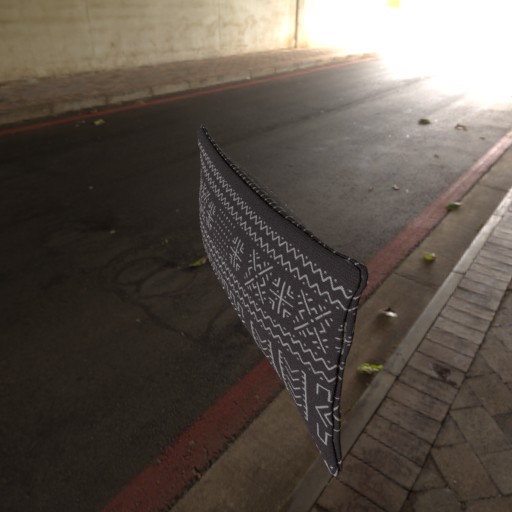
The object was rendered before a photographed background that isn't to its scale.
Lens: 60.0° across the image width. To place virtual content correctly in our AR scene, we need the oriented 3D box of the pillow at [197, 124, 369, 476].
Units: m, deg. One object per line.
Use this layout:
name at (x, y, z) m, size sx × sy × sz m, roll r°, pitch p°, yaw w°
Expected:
pillow at (0.000, 0.000, 0.783) m, size 0.135 × 0.322 × 0.667 m, roll -10°, pitch 31°, yaw -18°
